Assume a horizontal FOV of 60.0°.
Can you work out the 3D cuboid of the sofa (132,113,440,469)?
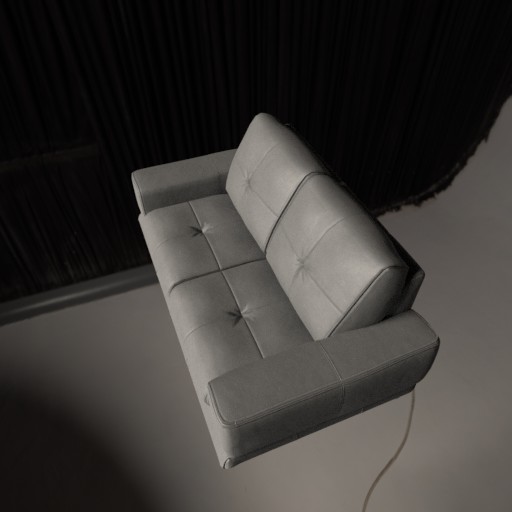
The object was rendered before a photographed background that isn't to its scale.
[{"bbox_3d":[0.000,0.000,2.376,1.018,0.907,1.806,-16,48,-15],"label":"sofa"}]
